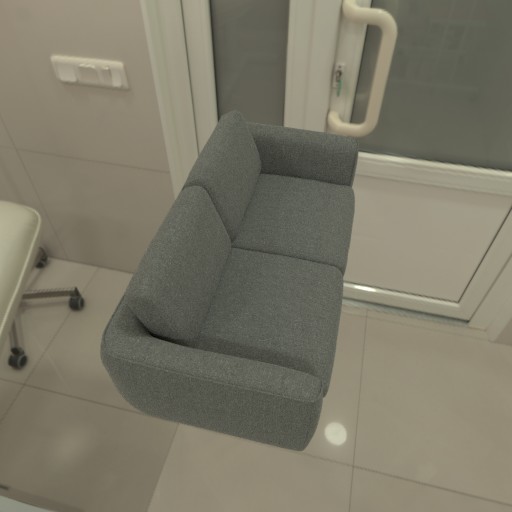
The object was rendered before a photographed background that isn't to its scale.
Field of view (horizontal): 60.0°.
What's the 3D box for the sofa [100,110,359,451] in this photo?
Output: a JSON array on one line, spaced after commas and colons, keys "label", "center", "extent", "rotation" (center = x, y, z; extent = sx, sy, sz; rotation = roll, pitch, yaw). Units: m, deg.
[{"label": "sofa", "center": [0.000, 0.000, 2.250], "extent": [0.920, 0.870, 1.700], "rotation": [10, 49, 9]}]
